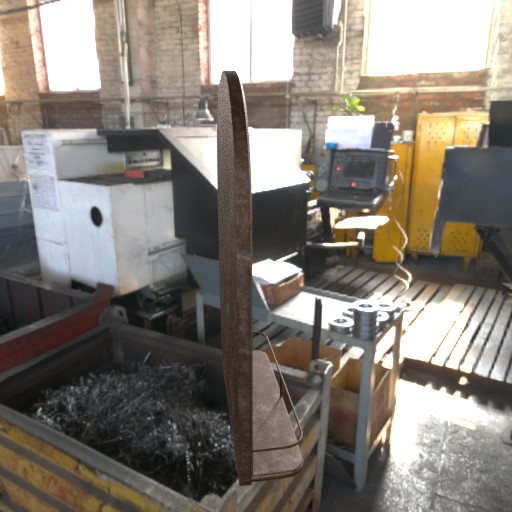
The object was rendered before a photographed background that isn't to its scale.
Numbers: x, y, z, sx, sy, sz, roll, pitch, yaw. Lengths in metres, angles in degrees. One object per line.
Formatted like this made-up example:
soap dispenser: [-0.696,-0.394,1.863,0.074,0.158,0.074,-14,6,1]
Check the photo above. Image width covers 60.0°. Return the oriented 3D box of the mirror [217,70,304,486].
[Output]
mirror: [0.000,0.000,0.995,0.137,0.770,0.510,-2,17,-8]
